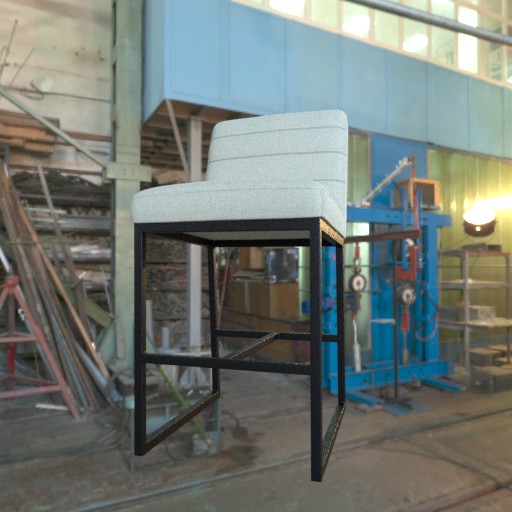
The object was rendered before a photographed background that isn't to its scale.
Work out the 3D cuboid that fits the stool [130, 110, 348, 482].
[{"bbox_3d":[0.000,0.000,1.224,0.460,0.940,0.560,0,-1,17],"label":"stool"}]
